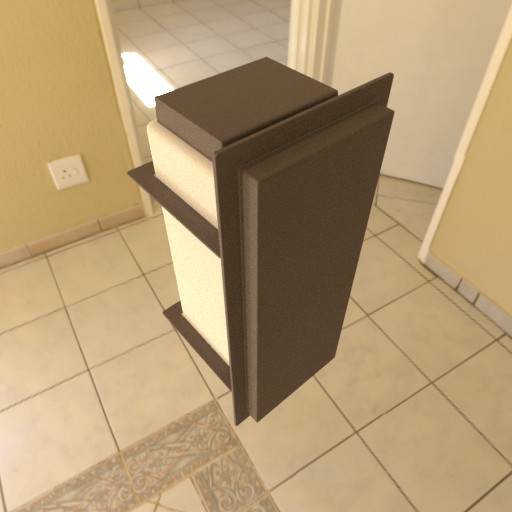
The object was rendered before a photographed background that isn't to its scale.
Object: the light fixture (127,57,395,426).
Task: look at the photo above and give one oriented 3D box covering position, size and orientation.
[{"bbox_3d":[0.000,0.000,0.422,0.153,0.347,0.146,-32,54,-27],"label":"light fixture"}]
